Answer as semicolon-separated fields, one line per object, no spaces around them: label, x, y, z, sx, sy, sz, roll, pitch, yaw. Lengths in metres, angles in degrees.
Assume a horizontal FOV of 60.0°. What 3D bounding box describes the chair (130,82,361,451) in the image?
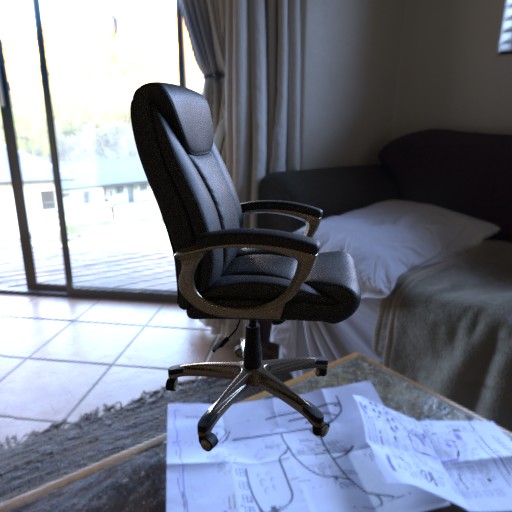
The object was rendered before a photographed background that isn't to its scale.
chair;0.000;0.000;1.634;0.748;1.188;0.694;3;16;9
